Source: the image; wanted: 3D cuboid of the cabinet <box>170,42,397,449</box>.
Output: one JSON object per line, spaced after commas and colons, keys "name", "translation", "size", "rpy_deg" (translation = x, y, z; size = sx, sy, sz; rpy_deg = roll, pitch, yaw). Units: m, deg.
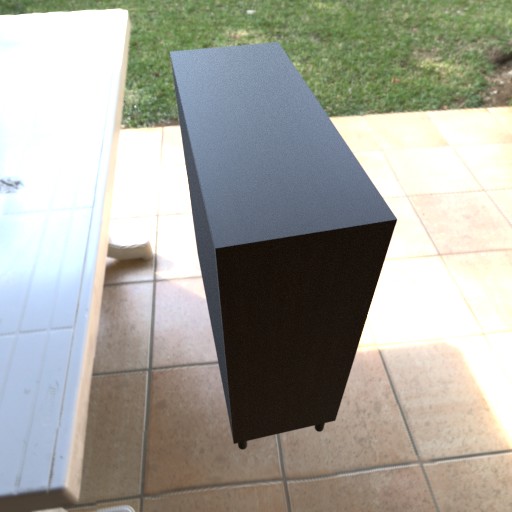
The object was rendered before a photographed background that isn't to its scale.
{"name": "cabinet", "translation": [0.000, 0.000, 1.693], "size": [0.400, 1.170, 1.010], "rpy_deg": [-9, 47, -9]}
